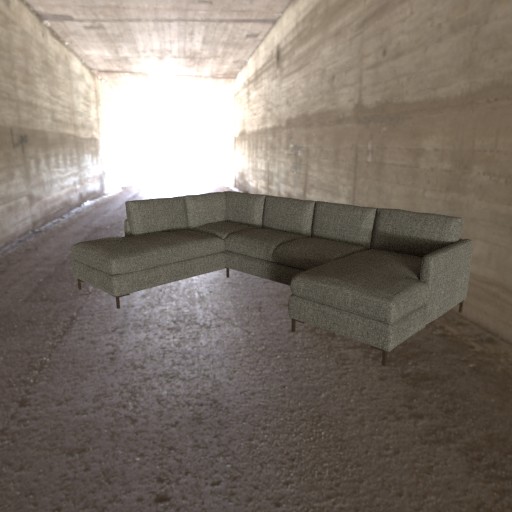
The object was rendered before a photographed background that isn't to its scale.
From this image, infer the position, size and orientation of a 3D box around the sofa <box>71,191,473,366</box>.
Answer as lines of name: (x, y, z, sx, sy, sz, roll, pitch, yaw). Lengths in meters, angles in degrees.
sofa: (0.000, 0.000, 3.575, 2.737, 0.756, 1.879, 14, 20, 43)
